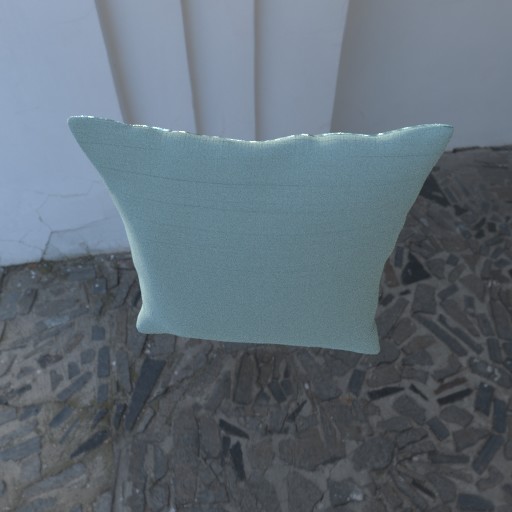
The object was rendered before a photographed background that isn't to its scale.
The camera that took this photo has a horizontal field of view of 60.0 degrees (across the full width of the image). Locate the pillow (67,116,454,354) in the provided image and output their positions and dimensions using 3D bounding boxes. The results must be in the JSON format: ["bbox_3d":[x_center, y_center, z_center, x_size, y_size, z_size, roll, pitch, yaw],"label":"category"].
[{"bbox_3d":[0.000,0.000,0.694,0.470,0.464,0.175,3,47,3],"label":"pillow"}]
